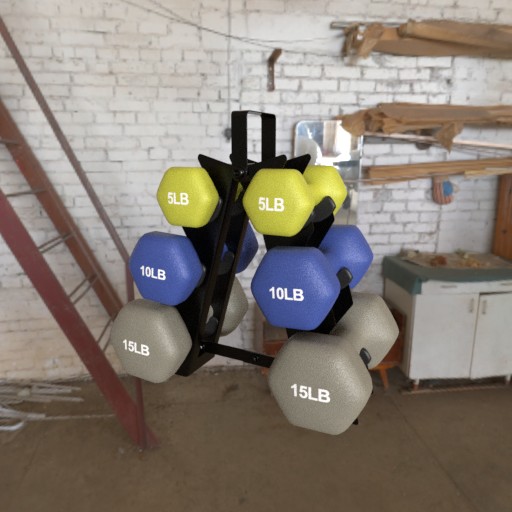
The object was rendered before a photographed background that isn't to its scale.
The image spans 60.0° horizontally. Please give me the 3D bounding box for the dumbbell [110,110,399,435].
[{"bbox_3d":[0.000,0.000,0.689,0.416,0.426,0.261,7,15,27],"label":"dumbbell"}]
